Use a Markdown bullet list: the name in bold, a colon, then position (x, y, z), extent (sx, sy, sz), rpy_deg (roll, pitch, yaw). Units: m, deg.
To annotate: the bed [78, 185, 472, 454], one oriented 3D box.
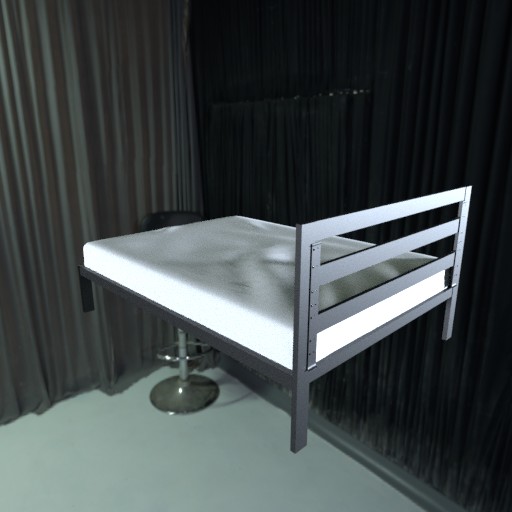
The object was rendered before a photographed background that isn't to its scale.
- **bed**: position (0.000, 0.000, 2.906), extent (1.524, 0.967, 2.062), rpy_deg (-15, 22, -42)
